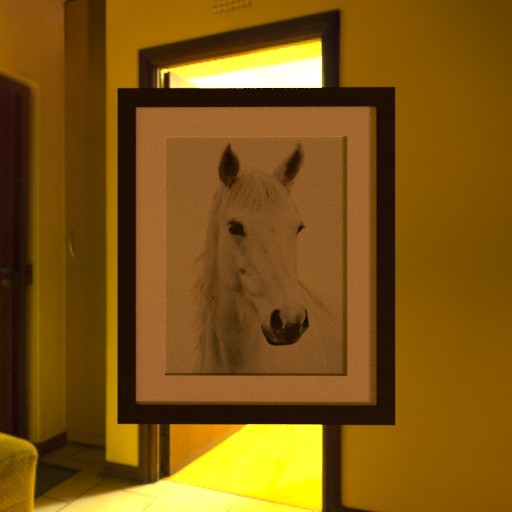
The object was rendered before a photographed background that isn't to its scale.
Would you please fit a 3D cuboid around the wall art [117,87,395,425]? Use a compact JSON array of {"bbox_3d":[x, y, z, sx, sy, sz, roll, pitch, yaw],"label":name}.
[{"bbox_3d":[0.000,0.000,0.743,0.455,0.552,0.034,0,0,1],"label":"wall art"}]
